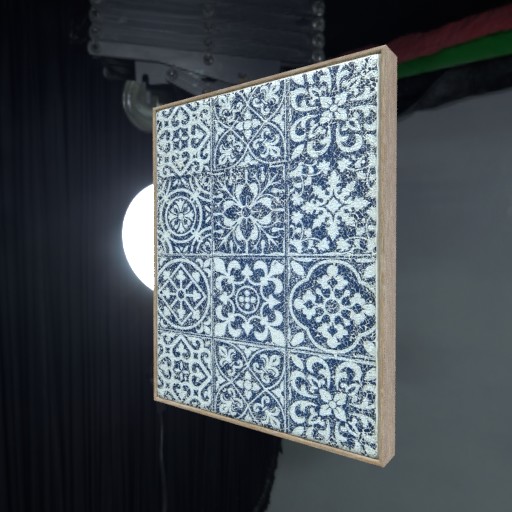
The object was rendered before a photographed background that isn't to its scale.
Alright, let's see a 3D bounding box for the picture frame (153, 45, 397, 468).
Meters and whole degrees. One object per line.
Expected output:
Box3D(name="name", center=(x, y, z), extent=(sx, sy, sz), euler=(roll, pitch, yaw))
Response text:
Box3D(name="picture frame", center=(0.000, 0.000, 0.692), extent=(0.424, 0.526, 0.043), euler=(1, 1, 36))
